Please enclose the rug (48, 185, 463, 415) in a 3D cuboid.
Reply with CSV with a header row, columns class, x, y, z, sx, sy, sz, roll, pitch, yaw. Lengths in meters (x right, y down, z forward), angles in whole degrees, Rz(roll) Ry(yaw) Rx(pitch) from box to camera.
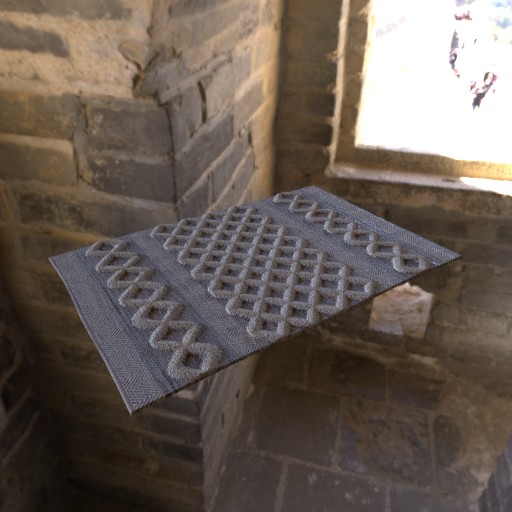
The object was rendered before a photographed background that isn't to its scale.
class,x,y,z,sx,sy,sz,roll,pitch,yaw
rug,0.000,0.000,2.335,1.823,0.030,1.222,-19,36,-29
